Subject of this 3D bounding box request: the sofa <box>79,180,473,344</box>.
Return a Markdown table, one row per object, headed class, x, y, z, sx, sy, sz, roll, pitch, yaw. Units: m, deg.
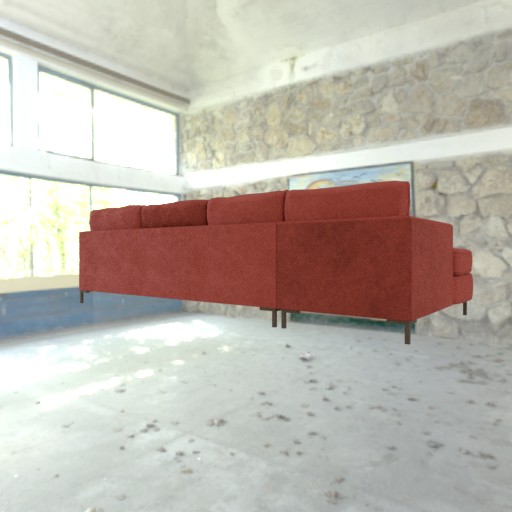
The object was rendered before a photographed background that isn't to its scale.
| class | x | y | z | sx | sy | sz | roll | pitch | yaw |
| --- | --- | --- | --- | --- | --- | --- | --- | --- | --- |
| sofa | 0.000 | 0.000 | 4.083 | 3.400 | 0.967 | 1.500 | 1 | 1 | 37 |
